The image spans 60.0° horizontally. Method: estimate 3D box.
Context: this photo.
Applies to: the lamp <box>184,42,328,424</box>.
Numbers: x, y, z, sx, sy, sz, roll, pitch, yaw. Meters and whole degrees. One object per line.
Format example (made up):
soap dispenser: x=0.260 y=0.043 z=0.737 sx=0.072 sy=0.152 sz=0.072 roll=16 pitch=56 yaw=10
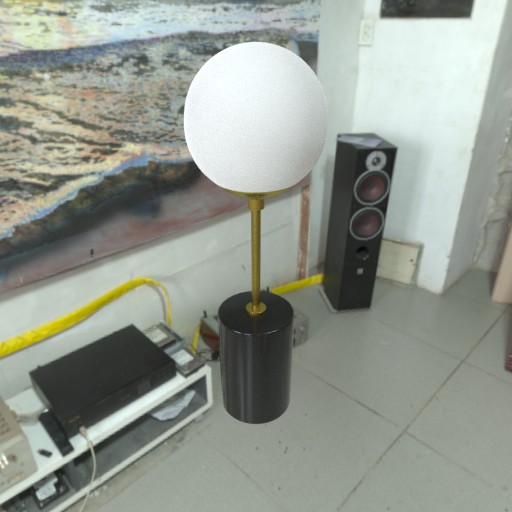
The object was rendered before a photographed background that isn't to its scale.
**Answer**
lamp: x=0.000 y=0.000 z=0.552 sx=0.153 sy=0.480 sz=0.153 roll=0 pitch=28 yaw=0
